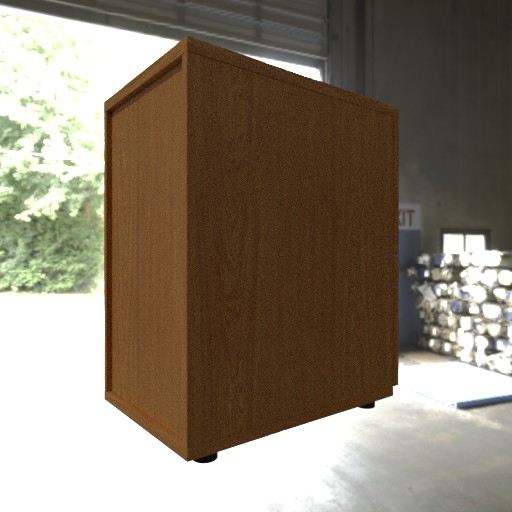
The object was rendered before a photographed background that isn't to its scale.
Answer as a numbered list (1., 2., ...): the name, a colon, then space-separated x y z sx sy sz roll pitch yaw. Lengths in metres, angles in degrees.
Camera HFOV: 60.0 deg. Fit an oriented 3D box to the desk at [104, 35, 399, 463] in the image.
1. desk: 0.000 0.000 1.075 0.600 0.730 0.404 0 0 -38
